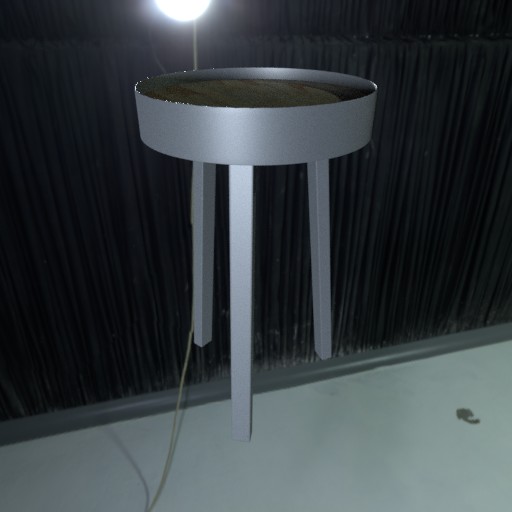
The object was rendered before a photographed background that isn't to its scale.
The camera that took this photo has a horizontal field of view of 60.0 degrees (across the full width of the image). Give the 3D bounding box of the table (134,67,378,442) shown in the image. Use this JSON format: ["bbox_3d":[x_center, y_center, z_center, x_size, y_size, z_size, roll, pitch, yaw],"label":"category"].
[{"bbox_3d":[0.000,0.000,0.932,0.406,0.686,0.406,-10,32,-17],"label":"table"}]
